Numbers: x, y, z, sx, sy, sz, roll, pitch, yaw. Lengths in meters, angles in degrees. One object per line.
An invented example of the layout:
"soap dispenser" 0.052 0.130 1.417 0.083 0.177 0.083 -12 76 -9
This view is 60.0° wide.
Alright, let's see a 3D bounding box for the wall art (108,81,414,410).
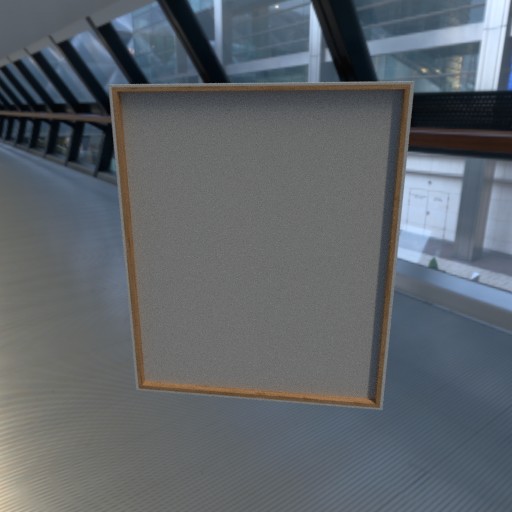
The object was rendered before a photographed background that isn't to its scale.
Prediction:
"wall art" 0.000 0.000 0.835 0.508 0.606 0.037 2 17 7
